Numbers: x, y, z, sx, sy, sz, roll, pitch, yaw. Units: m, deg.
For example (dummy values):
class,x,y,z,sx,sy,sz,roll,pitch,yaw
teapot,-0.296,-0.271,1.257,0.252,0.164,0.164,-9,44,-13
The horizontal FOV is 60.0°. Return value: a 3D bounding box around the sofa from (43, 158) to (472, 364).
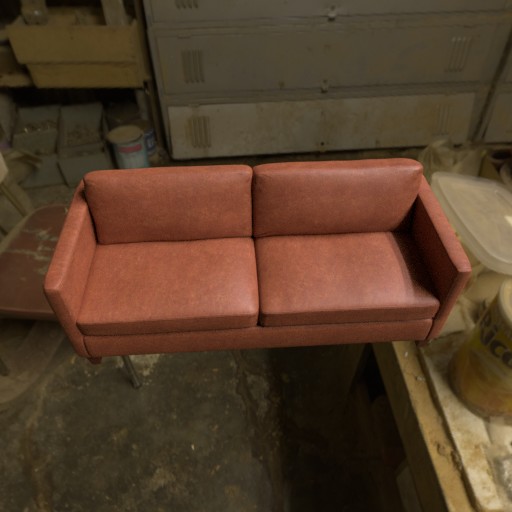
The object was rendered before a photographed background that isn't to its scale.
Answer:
class,x,y,z,sx,sy,sz,roll,pitch,yaw
sofa,0.000,0.000,2.744,2.204,0.932,0.950,-2,46,-2
